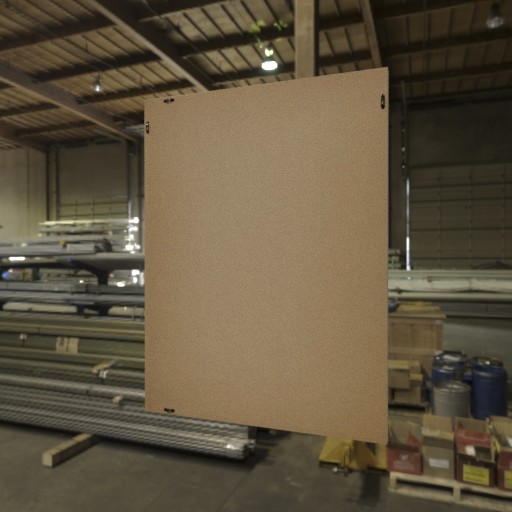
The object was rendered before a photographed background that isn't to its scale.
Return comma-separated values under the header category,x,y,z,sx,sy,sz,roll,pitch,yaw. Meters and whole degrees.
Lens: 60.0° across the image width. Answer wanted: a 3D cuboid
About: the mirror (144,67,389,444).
category,x,y,z,sx,sy,sz,roll,pitch,yaw
mirror,0.000,0.000,1.335,0.762,1.016,0.040,0,0,20
